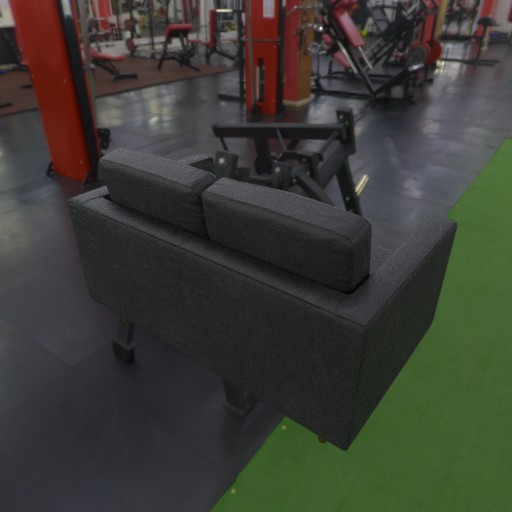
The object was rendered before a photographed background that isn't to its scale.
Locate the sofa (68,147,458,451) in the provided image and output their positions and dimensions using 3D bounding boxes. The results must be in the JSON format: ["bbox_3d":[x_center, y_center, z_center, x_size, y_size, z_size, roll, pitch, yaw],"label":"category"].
[{"bbox_3d":[0.000,0.000,1.986,1.430,0.899,0.879,21,37,32],"label":"sofa"}]
